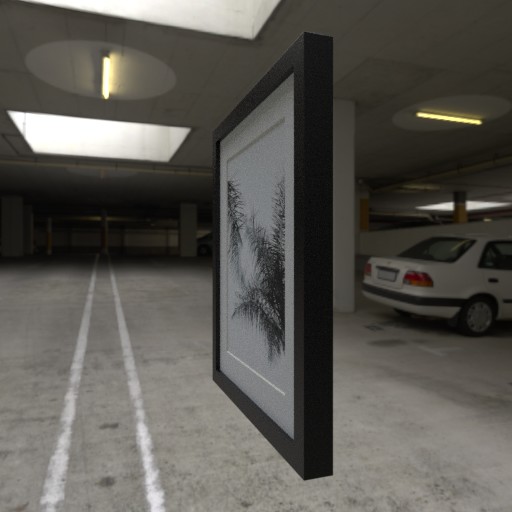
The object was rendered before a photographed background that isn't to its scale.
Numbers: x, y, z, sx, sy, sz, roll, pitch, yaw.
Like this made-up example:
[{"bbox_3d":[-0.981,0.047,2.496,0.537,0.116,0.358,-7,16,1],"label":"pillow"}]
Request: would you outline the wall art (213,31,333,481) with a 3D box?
[{"bbox_3d":[0.000,0.000,0.533,0.028,0.380,0.325,0,0,-19],"label":"wall art"}]
